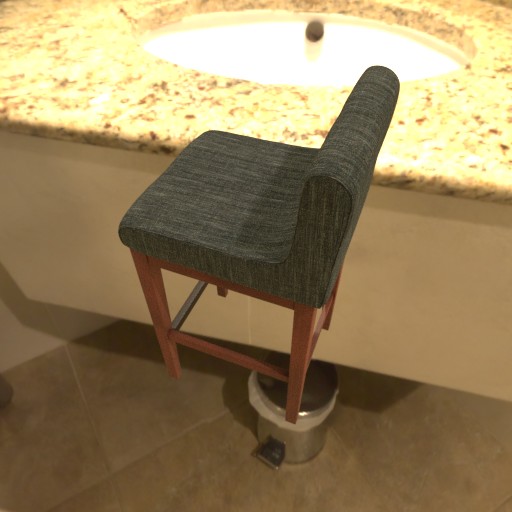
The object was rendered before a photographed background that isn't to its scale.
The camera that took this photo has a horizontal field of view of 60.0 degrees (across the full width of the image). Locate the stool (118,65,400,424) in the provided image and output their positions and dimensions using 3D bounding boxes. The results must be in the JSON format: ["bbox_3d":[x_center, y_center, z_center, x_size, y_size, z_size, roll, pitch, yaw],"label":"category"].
[{"bbox_3d":[0.000,0.000,1.066,0.459,0.835,0.395,16,48,15],"label":"stool"}]
